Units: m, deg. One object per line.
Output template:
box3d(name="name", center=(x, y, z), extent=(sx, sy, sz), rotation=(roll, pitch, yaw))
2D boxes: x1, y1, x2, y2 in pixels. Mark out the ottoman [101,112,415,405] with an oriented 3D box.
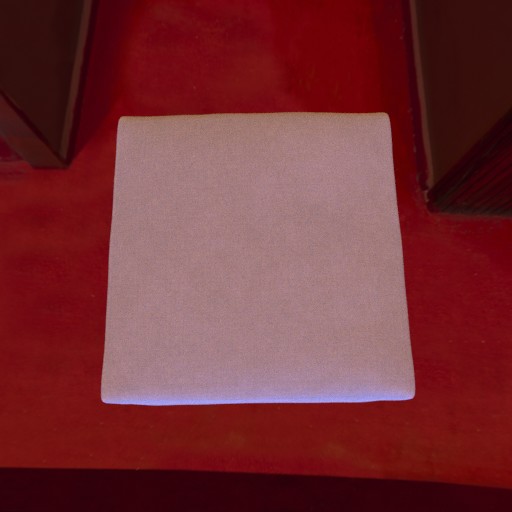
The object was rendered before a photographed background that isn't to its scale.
box3d(name="ottoman", center=(0.000, 0.000, 1.870), extent=(1.171, 0.517, 1.203), rotation=(-1, 76, 0))
